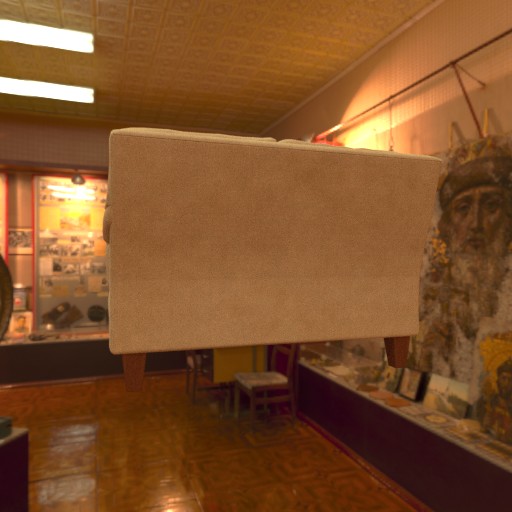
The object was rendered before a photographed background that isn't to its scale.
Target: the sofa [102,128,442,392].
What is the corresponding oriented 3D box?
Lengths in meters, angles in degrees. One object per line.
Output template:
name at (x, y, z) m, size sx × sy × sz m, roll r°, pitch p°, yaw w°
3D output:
sofa at (0.000, 0.000, 2.298) m, size 1.498 × 1.087 × 1.086 m, roll 0°, pitch -1°, yaw -18°
